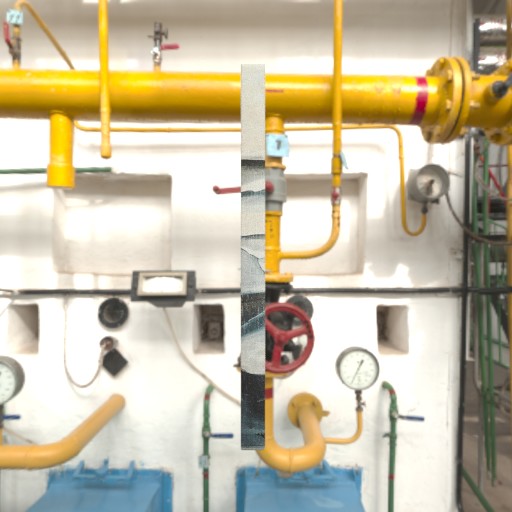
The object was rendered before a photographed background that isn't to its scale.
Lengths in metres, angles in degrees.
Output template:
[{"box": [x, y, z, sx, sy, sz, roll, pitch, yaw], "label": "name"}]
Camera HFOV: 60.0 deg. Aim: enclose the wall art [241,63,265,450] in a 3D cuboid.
[{"box": [0.000, 0.000, 1.152, 0.039, 0.609, 0.914, 0, 0, 1], "label": "wall art"}]
